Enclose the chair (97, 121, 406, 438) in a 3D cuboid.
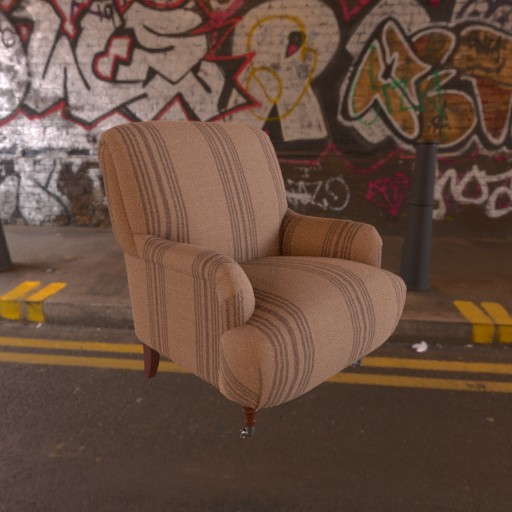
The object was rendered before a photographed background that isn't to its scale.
[{"bbox_3d":[0.000,0.000,1.594,0.813,0.940,0.914,-15,21,-43],"label":"chair"}]
